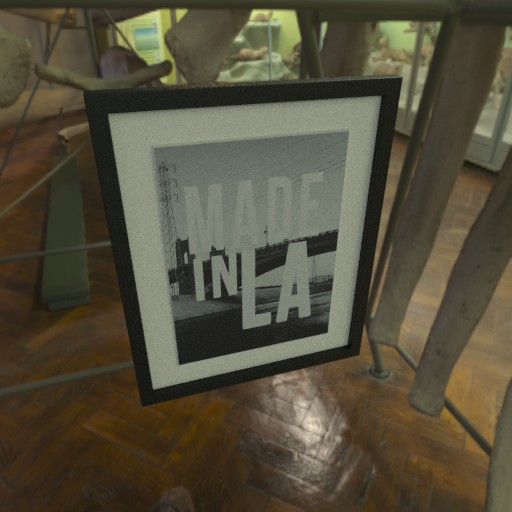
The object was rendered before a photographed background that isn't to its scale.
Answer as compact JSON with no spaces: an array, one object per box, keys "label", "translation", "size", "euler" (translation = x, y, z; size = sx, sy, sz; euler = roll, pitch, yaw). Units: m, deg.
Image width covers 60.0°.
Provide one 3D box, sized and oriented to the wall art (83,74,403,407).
[{"label":"wall art","translation":[0.000,0.000,0.759],"size":[0.457,0.559,0.028],"euler":[-9,32,-15]}]
